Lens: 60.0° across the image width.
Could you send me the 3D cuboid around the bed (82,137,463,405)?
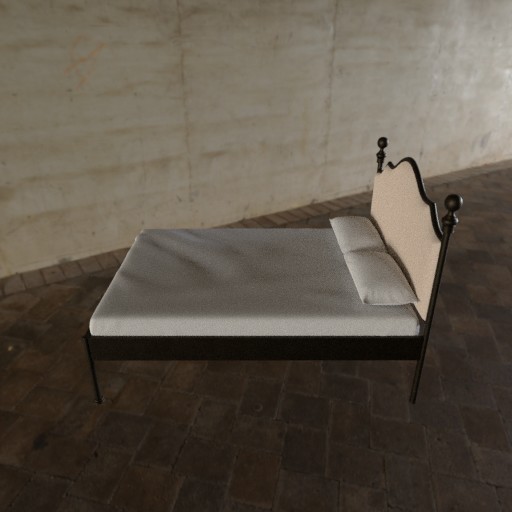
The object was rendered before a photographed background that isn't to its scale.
[{"bbox_3d":[0.000,0.000,3.288,2.170,1.462,1.533,0,27,0],"label":"bed"}]
